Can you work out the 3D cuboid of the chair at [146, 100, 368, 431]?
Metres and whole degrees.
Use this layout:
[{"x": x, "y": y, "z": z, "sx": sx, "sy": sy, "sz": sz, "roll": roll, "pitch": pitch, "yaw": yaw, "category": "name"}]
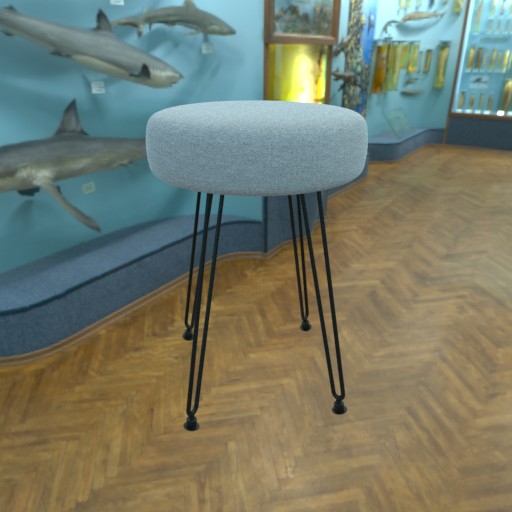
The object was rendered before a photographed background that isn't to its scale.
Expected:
[{"x": 0.000, "y": 0.000, "z": 0.688, "sx": 0.350, "sy": 0.440, "sz": 0.350, "roll": 17, "pitch": 30, "yaw": 33, "category": "chair"}]
